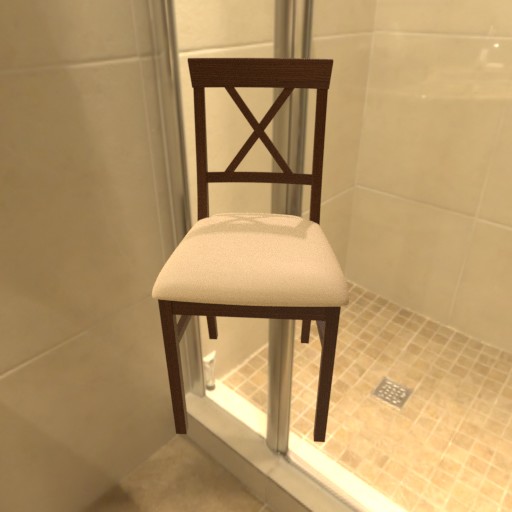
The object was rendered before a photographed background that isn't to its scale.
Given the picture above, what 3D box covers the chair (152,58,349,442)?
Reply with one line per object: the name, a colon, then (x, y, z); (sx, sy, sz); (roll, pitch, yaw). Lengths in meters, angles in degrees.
chair: (0.000, 0.000, 1.170); (0.440, 0.913, 0.480); (2, 30, 3)
